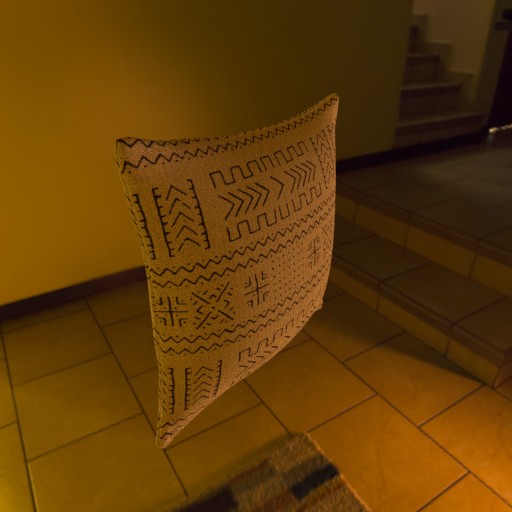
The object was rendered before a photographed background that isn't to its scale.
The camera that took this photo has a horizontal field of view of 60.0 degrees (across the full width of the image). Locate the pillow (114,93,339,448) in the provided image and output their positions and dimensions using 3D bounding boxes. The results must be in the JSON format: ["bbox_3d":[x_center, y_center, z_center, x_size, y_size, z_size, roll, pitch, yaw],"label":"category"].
[{"bbox_3d":[0.000,0.000,0.668,0.164,0.430,0.438,20,34,33],"label":"pillow"}]
